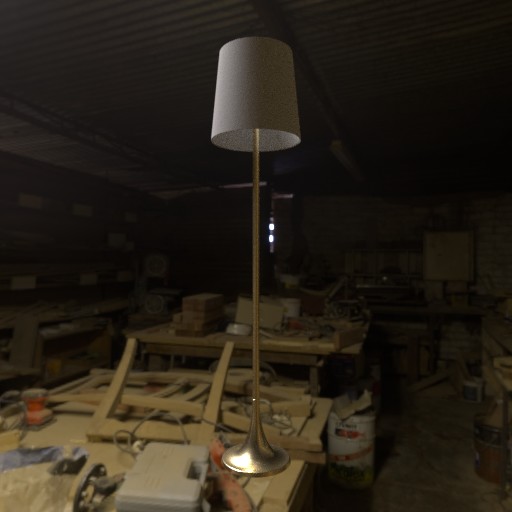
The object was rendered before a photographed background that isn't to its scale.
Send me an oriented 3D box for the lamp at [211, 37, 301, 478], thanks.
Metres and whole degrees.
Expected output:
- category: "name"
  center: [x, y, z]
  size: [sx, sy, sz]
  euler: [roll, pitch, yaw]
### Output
- category: "lamp"
  center: [0.000, 0.000, 1.673]
  size: [0.337, 1.543, 0.337]
  euler: [0, 0, 0]
